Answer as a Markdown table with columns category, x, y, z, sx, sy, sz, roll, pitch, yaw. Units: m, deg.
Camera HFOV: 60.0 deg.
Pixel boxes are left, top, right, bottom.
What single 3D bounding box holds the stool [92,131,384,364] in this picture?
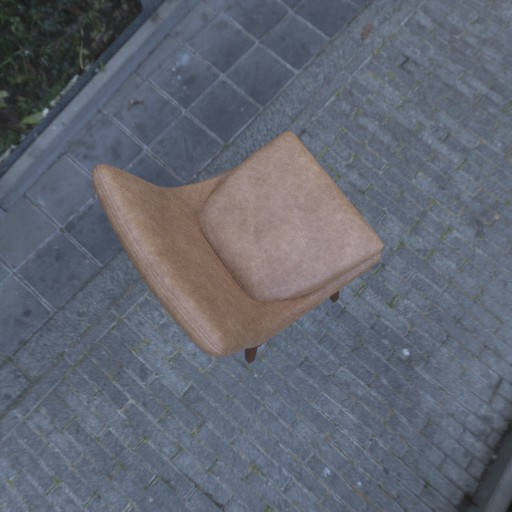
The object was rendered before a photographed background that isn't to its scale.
| category | x | y | z | sx | sy | sz | roll | pitch | yaw |
| --- | --- | --- | --- | --- | --- | --- | --- | --- | --- |
| stool | 0.000 | 0.000 | 1.399 | 0.572 | 1.079 | 0.487 | -34 | 78 | -9 |
